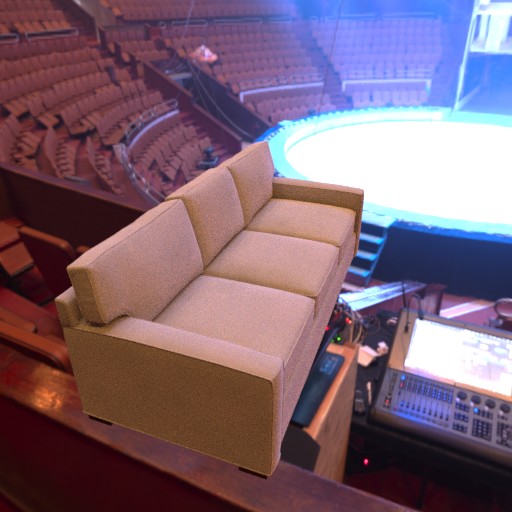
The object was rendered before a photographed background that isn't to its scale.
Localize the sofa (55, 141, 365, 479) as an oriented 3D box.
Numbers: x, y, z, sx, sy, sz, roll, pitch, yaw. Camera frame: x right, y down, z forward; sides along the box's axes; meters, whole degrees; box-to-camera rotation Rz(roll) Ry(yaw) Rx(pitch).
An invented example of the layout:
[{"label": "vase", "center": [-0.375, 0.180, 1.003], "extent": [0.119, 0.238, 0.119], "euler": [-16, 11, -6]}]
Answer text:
[{"label": "sofa", "center": [0.000, 0.000, 2.580], "extent": [0.935, 0.862, 2.088], "euler": [10, 30, 18]}]
